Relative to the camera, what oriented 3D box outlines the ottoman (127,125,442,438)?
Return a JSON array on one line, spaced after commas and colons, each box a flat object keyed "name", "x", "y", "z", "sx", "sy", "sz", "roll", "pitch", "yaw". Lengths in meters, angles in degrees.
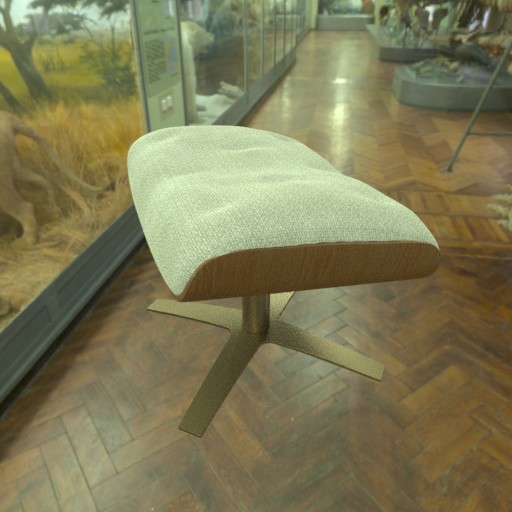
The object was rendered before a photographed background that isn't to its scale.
[{"name": "ottoman", "x": 0.000, "y": 0.000, "z": 0.817, "sx": 0.394, "sy": 0.391, "sz": 0.520, "roll": -11, "pitch": 32, "yaw": -18}]
